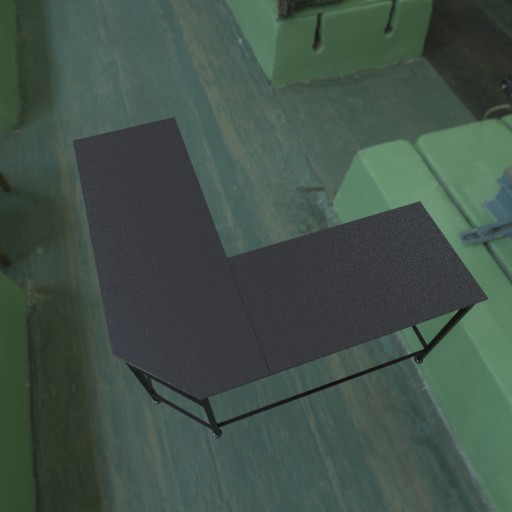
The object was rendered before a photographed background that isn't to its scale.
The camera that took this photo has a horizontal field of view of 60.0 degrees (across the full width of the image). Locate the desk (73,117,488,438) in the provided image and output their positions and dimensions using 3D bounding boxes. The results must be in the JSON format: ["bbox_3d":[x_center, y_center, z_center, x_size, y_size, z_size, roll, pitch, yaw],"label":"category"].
[{"bbox_3d":[0.000,0.000,2.214,1.379,0.739,1.379,-17,59,-10],"label":"desk"}]
